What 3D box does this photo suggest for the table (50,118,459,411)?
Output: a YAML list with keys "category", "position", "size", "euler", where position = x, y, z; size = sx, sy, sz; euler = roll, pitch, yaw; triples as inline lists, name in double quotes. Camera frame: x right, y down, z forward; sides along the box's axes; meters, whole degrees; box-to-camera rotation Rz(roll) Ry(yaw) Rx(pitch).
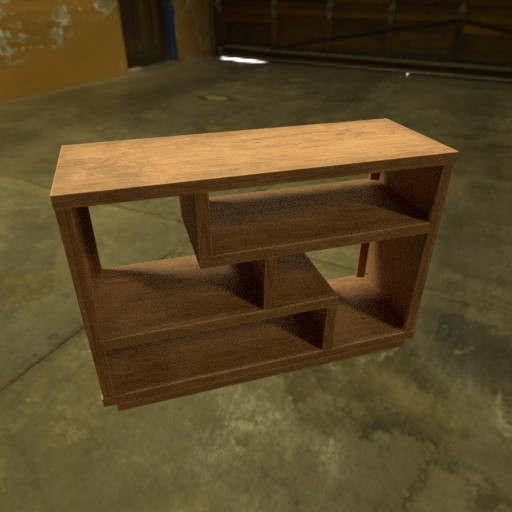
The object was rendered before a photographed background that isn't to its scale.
- category: "table"
  position: [0.000, 0.000, 1.557]
  size: [1.151, 0.771, 0.410]
  euler: [-9, 32, -14]
